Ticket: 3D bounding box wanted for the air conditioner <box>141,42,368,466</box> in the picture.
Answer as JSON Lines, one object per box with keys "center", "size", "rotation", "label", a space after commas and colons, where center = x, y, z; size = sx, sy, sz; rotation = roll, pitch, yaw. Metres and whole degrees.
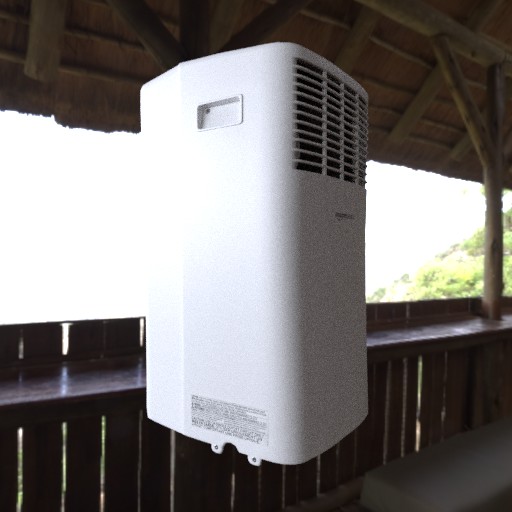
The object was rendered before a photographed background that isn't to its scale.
{"center": [0.000, 0.000, 0.793], "size": [0.349, 0.606, 0.304], "rotation": [1, 1, 36], "label": "air conditioner"}
